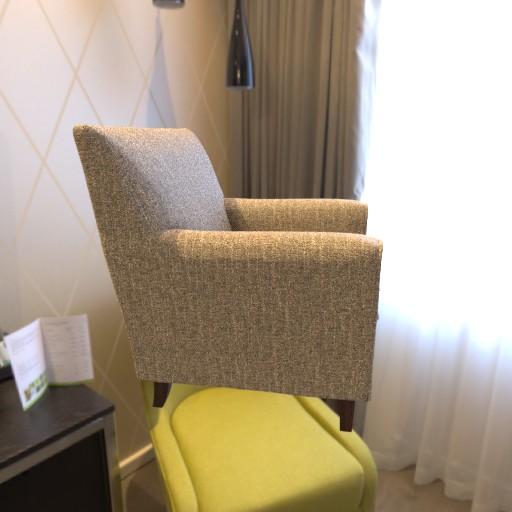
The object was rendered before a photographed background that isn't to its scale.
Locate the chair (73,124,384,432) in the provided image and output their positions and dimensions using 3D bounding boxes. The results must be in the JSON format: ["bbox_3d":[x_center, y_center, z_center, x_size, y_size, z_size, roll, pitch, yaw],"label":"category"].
[{"bbox_3d":[0.000,0.000,1.654,0.873,0.928,0.864,3,16,10],"label":"chair"}]
